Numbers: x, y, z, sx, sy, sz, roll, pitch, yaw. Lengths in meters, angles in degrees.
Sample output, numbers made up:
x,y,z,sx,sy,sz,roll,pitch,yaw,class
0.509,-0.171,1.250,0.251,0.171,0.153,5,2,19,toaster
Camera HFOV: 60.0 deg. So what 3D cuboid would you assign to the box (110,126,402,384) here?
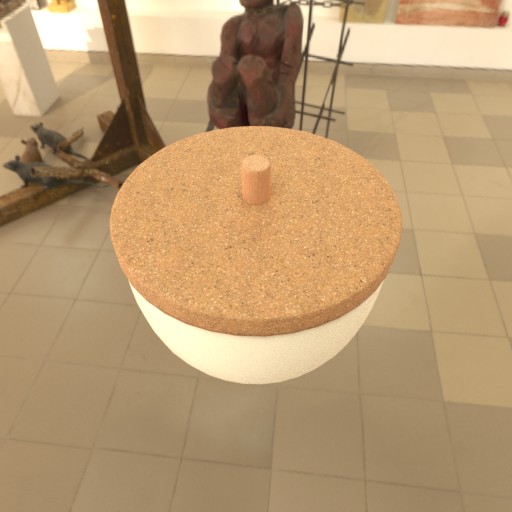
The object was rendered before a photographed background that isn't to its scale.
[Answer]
x,y,z,sx,sy,sz,roll,pitch,yaw,class
0.000,0.000,0.187,0.107,0.094,0.107,0,47,0,box
